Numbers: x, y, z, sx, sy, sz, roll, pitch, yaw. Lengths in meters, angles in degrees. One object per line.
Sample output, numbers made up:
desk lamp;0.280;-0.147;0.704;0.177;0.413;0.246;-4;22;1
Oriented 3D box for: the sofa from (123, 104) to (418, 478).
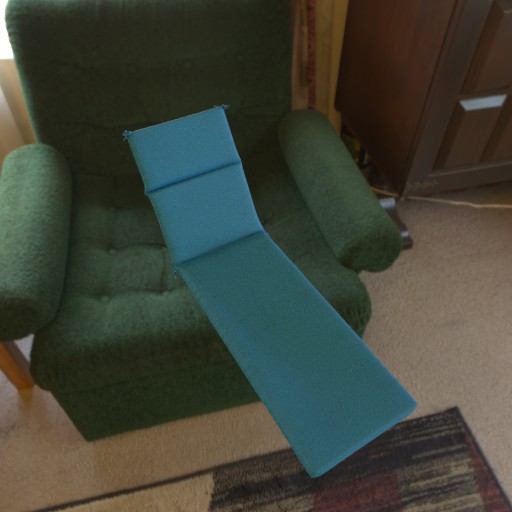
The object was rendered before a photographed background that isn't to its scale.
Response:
sofa;0.000;0.000;1.972;0.582;0.622;1.663;-24;51;-21
